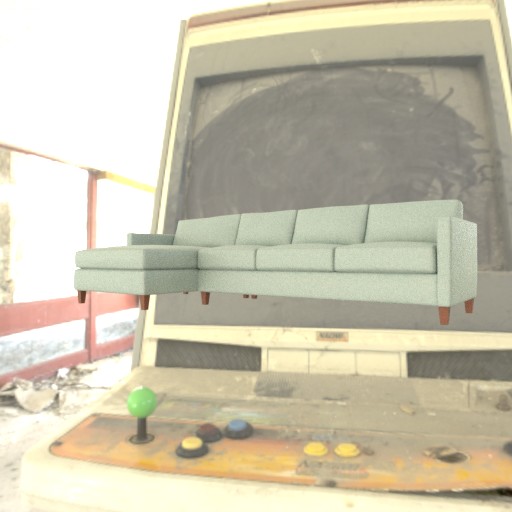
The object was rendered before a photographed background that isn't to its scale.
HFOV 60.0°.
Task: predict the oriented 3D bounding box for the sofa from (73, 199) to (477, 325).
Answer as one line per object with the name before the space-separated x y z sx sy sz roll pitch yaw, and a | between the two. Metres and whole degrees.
sofa | 0.000 0.000 4.095 3.470 0.953 1.600 0 0 37
